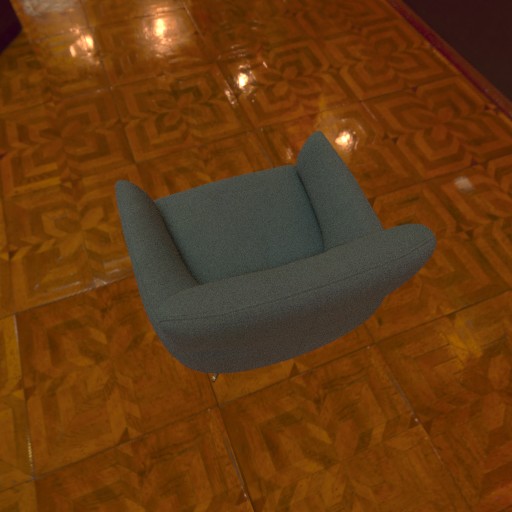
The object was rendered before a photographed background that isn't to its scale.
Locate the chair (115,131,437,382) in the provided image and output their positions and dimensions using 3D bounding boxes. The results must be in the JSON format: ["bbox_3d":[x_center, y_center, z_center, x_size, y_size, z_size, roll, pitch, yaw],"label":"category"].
[{"bbox_3d":[0.000,0.000,1.395,0.738,0.813,0.761,-16,59,-10],"label":"chair"}]
